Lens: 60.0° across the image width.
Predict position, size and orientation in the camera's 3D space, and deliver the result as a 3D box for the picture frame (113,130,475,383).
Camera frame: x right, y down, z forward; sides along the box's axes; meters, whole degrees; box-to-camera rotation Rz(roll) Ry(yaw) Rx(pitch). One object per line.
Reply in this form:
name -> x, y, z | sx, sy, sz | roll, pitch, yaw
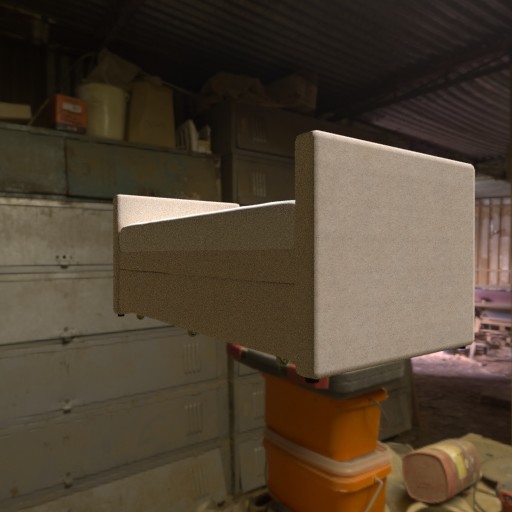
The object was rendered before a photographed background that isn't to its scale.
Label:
picture frame -> 0.000, 0.000, 2.707 | 1.069, 0.891, 2.161 | 0, 0, -36
